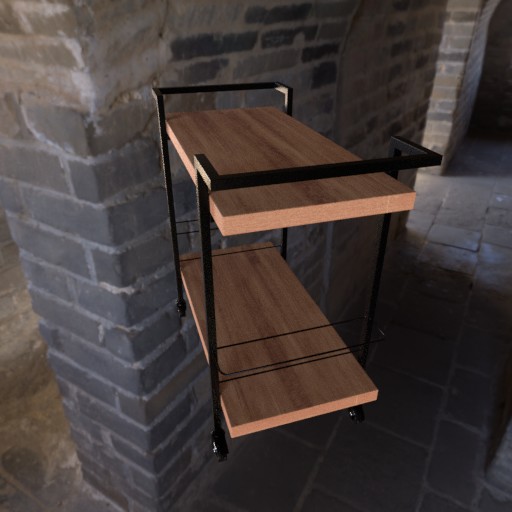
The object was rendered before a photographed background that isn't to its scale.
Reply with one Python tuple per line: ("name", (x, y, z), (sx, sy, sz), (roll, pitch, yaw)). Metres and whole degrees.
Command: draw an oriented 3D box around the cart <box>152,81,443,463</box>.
("cart", (0.000, 0.000, 1.209), (0.406, 0.762, 0.806), (-9, 31, -15))
